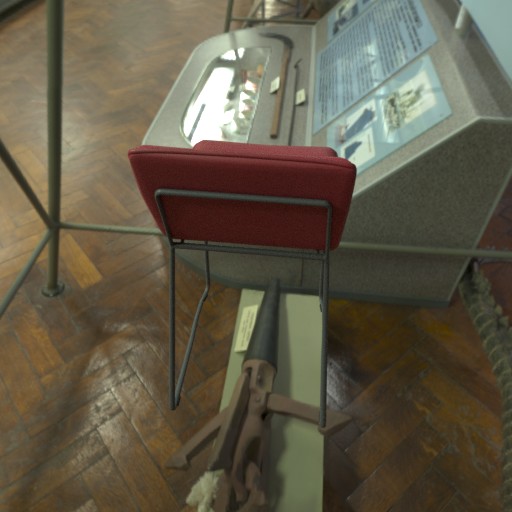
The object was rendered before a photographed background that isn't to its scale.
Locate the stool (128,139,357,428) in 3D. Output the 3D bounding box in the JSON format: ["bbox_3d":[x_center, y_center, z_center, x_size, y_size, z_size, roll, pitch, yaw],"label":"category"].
[{"bbox_3d":[0.000,0.000,1.218,0.489,0.937,0.524,5,45,5],"label":"stool"}]
